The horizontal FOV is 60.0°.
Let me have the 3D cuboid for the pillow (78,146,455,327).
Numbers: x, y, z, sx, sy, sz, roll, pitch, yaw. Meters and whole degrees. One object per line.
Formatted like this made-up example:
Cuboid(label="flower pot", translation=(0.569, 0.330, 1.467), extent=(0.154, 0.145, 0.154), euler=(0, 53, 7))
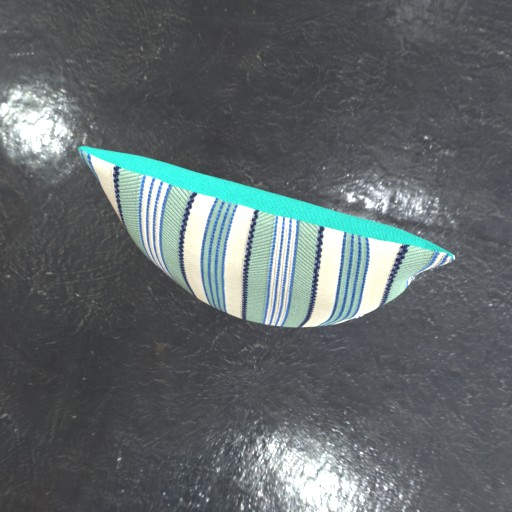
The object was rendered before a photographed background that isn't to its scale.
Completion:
Cuboid(label="pillow", translation=(0.000, 0.000, 0.685), extent=(0.440, 0.441, 0.182), euler=(16, 75, 5))
